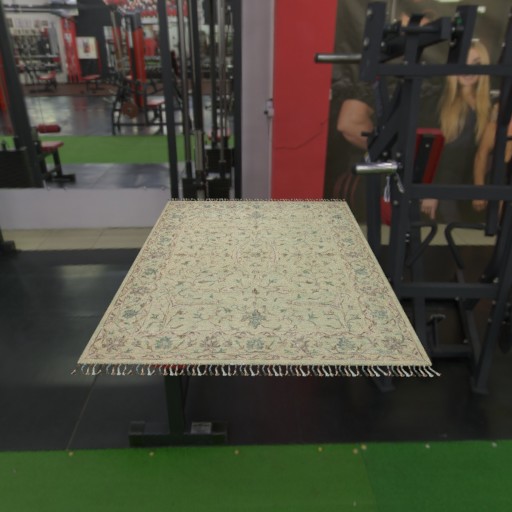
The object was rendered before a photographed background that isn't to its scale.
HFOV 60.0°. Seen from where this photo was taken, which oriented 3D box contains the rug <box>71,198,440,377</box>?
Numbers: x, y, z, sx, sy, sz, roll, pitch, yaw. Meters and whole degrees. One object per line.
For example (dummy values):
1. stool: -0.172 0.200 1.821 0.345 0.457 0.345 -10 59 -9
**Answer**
1. rug: 0.000 0.000 2.277 1.247 0.008 1.802 0 26 0
